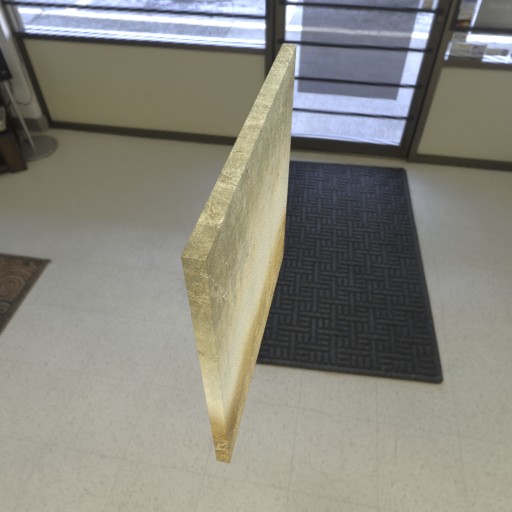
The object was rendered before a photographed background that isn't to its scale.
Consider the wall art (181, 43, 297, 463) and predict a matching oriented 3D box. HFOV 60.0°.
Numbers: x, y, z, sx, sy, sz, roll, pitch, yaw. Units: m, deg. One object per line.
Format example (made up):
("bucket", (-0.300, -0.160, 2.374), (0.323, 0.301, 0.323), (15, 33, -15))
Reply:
("wall art", (0.000, 0.000, 1.616), (0.051, 1.091, 1.092), (9, 47, 9))
